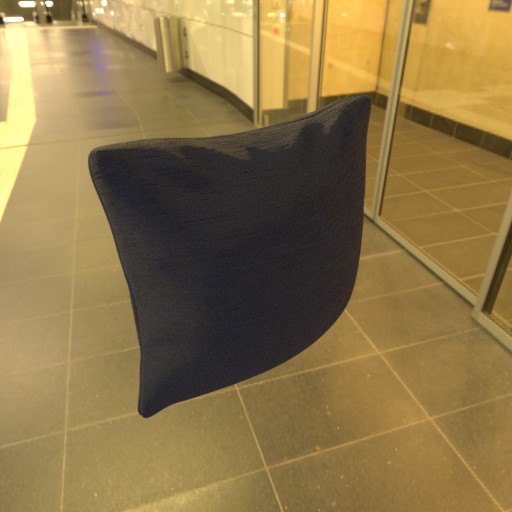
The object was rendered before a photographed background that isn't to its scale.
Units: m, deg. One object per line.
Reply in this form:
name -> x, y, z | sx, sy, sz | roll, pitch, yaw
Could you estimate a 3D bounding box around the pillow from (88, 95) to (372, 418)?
pillow -> 0.000, 0.000, 0.663 | 0.432, 0.414, 0.246 | -22, 38, -31
